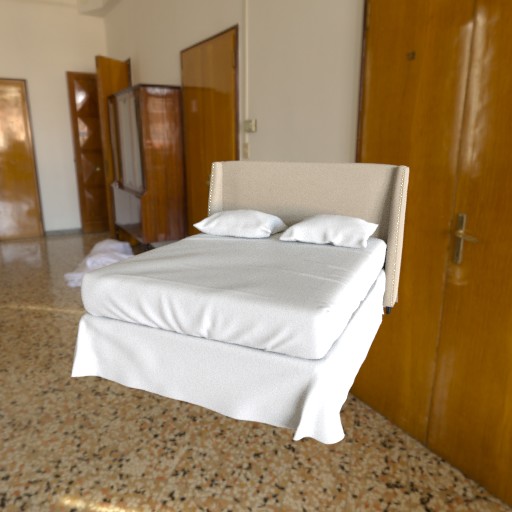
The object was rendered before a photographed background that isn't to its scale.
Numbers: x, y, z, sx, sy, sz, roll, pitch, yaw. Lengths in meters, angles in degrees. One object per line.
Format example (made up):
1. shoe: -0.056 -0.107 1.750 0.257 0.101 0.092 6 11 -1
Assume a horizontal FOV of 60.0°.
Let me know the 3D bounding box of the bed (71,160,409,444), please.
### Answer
1. bed: 0.000 0.000 3.418 1.925 1.332 2.276 7 16 24
